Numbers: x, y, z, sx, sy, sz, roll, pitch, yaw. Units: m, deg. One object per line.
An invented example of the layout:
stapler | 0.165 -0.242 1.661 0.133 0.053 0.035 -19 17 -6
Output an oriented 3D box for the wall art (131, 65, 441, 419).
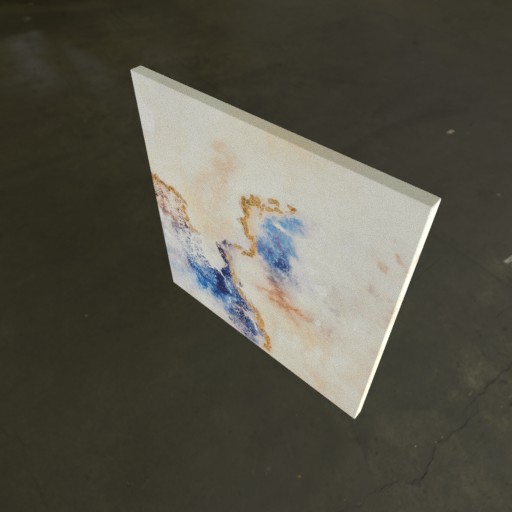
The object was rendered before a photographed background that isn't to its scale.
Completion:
wall art | 0.000 0.000 1.337 0.889 0.889 0.038 32 54 27
